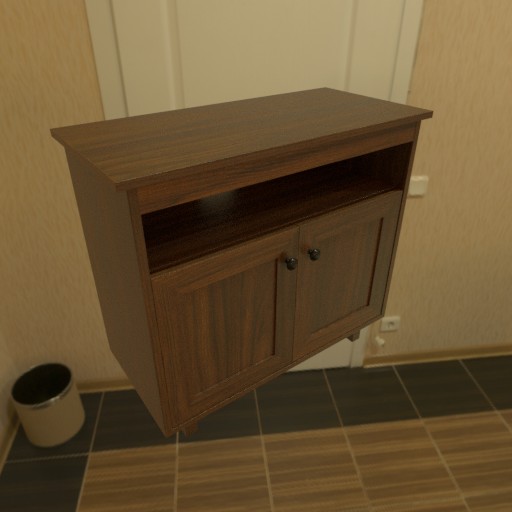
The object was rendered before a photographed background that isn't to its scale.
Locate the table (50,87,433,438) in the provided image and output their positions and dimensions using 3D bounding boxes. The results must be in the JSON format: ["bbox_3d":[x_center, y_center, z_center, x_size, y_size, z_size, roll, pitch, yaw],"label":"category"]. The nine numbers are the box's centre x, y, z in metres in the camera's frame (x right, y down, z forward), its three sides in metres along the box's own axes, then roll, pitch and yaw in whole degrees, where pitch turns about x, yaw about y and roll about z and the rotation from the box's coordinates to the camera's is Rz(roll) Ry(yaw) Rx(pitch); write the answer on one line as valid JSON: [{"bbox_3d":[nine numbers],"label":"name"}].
[{"bbox_3d":[0.000,0.000,1.196,0.802,0.725,0.390,-20,37,-30],"label":"table"}]
